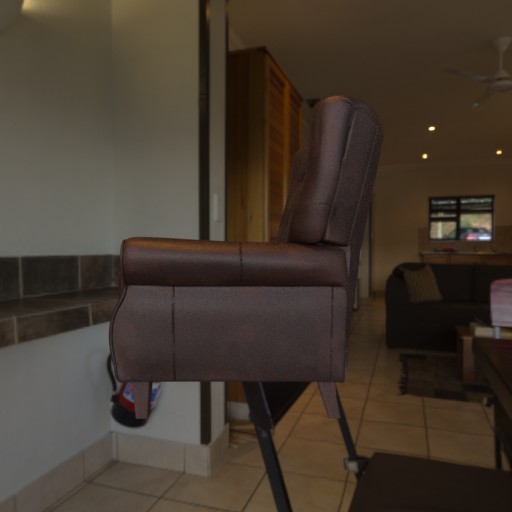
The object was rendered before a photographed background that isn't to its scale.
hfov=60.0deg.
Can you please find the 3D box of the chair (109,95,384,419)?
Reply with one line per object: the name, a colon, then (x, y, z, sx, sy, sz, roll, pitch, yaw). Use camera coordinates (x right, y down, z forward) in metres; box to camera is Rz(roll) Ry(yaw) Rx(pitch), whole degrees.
chair: (0.000, 0.000, 1.918, 1.058, 1.158, 0.948, 0, 1, 0)
